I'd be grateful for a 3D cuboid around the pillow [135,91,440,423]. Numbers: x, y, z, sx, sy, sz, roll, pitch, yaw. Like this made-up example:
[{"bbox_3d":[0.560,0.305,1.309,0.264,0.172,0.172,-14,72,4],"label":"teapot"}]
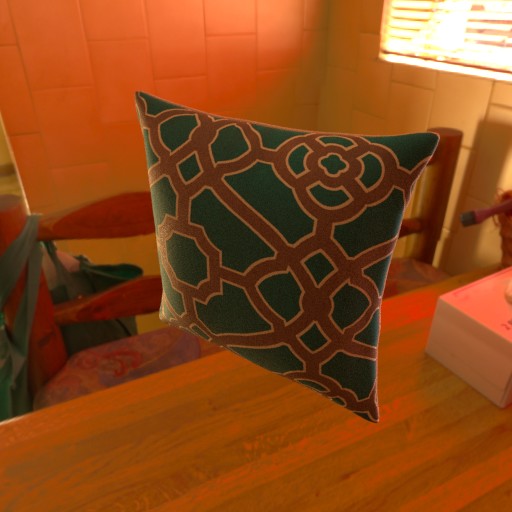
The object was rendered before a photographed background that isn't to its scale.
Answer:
[{"bbox_3d":[0.000,0.000,0.782,0.526,0.507,0.166,19,35,29],"label":"pillow"}]
